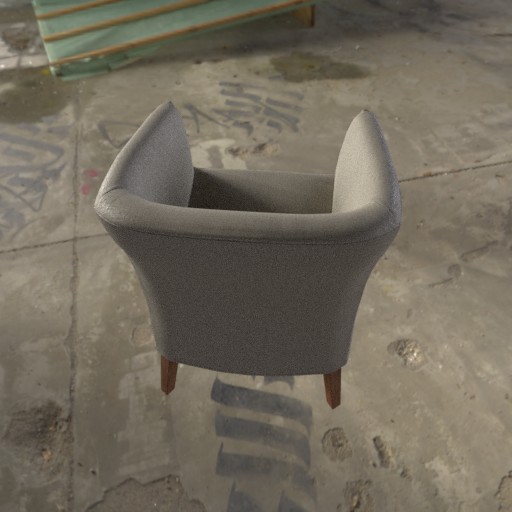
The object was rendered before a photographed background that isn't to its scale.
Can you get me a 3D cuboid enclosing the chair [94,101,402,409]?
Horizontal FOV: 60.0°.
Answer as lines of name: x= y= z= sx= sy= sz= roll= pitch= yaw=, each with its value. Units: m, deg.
chair: x=0.000 y=0.000 z=1.204 sx=0.600 sy=0.771 sz=0.668 roll=4 pitch=46 yaw=4
